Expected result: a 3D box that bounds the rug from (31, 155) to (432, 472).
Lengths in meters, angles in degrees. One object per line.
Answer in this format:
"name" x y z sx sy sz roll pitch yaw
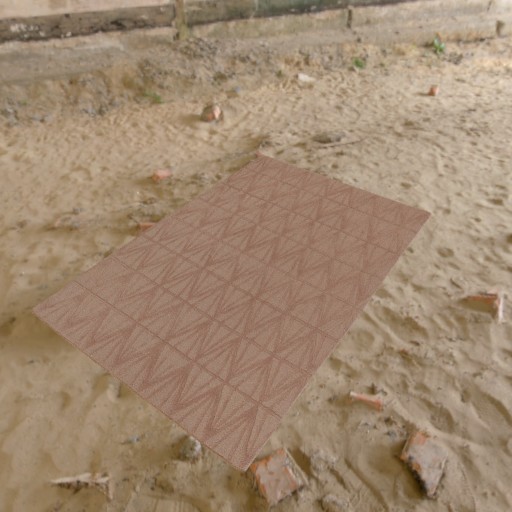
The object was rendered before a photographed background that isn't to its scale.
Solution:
"rug" 0.000 0.000 2.308 1.230 0.025 1.837 26 47 26
